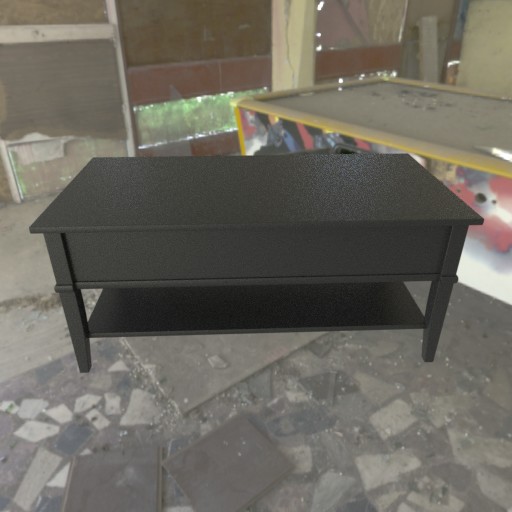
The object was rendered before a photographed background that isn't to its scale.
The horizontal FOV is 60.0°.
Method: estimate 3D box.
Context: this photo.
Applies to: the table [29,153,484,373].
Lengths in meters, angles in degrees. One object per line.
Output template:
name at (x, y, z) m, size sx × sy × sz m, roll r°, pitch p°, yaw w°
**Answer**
table at (0.000, 0.000, 1.355) m, size 1.044 × 0.470 × 0.523 m, roll -1°, pitch 30°, yaw -2°
